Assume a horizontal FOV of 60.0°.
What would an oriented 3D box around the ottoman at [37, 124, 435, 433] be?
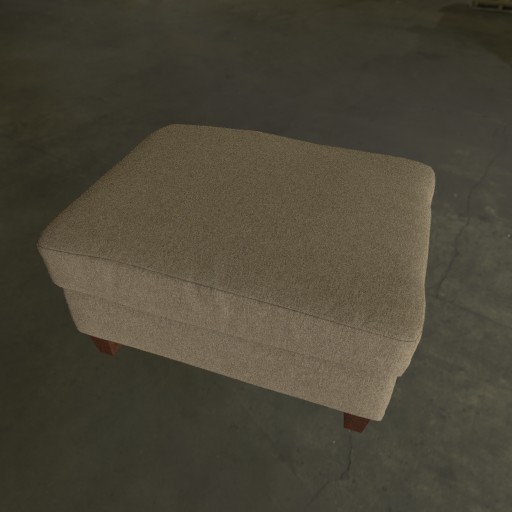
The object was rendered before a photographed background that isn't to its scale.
[{"bbox_3d":[0.000,0.000,1.286,0.889,0.511,0.692,13,43,14],"label":"ottoman"}]
